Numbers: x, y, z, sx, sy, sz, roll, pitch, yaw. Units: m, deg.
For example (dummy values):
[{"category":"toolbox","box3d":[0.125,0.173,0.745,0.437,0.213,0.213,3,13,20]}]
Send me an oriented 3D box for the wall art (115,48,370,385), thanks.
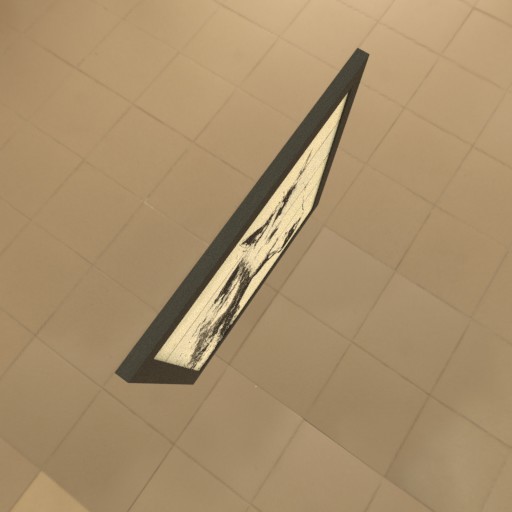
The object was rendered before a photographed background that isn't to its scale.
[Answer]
[{"category":"wall art","box3d":[0.000,0.000,1.547,0.038,1.016,1.016,33,76,9]}]
